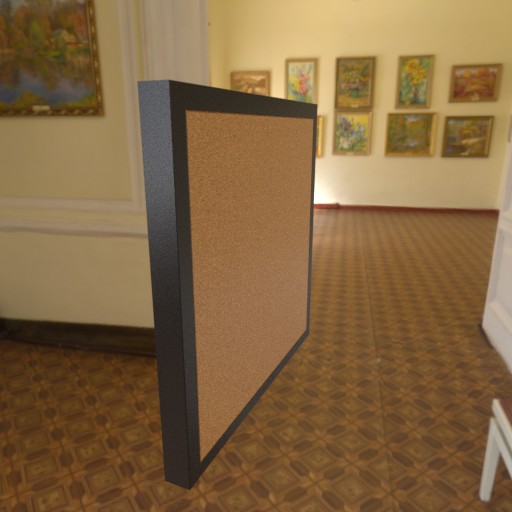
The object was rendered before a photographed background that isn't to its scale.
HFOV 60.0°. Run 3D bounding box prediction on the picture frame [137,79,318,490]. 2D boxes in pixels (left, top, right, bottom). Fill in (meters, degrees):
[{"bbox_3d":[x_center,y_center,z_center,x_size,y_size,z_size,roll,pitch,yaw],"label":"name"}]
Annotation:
[{"bbox_3d":[0.000,0.000,0.520,0.029,0.353,0.355,7,17,23],"label":"picture frame"}]
